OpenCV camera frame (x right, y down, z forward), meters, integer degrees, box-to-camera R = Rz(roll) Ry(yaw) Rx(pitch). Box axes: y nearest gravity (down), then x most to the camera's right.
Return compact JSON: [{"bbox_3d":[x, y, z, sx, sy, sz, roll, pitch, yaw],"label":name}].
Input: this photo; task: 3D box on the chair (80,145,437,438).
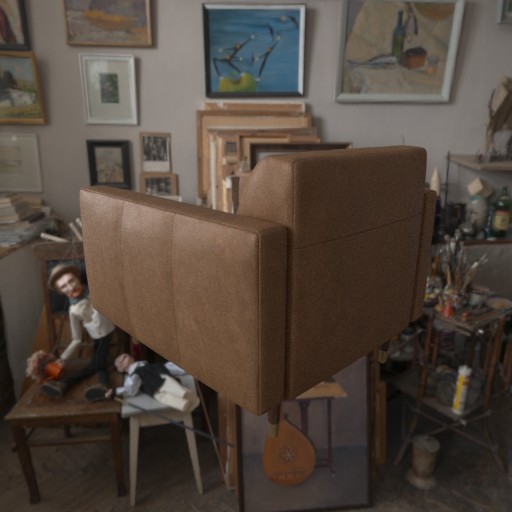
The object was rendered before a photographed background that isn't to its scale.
[{"bbox_3d":[0.000,0.000,1.673,0.953,0.819,0.998,-16,23,-42],"label":"chair"}]
